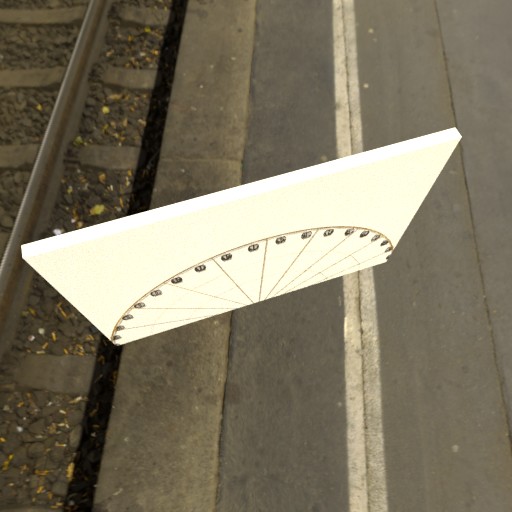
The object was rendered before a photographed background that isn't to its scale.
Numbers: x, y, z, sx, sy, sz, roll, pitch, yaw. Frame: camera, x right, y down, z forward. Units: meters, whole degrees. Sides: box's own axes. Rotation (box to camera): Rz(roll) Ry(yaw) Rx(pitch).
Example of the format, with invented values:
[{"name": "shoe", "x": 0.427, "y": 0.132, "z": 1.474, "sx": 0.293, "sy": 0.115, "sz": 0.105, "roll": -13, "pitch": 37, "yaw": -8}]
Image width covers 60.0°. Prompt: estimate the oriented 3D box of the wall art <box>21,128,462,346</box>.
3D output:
[{"name": "wall art", "x": 0.000, "y": 0.000, "z": 1.450, "sx": 1.144, "sy": 0.767, "sz": 0.038, "roll": -16, "pitch": 65, "yaw": -8}]
